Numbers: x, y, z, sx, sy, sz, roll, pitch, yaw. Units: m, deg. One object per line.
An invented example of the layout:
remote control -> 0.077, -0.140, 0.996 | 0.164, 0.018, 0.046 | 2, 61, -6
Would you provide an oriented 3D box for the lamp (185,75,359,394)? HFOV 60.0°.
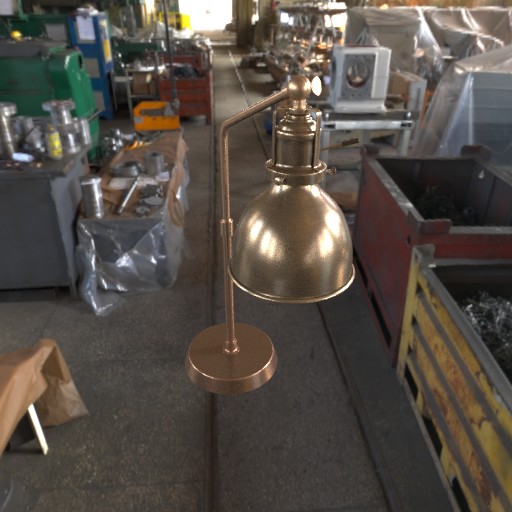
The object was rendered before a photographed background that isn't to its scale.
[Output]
lamp -> 0.000, 0.000, 0.582 | 0.153, 0.456, 0.286 | -21, 36, -33
